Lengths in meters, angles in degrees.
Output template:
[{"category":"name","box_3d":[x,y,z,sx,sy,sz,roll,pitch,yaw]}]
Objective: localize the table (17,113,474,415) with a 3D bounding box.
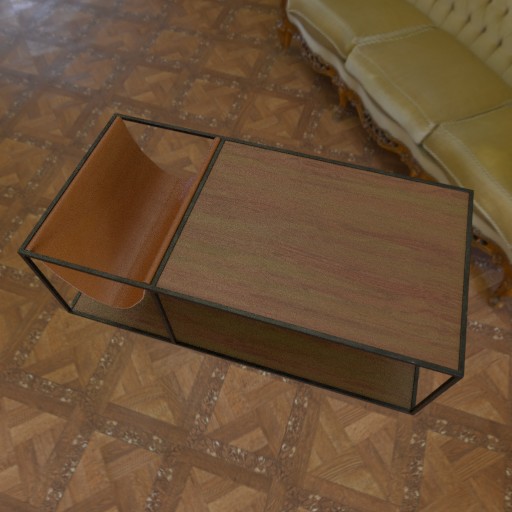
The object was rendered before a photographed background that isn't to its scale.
[{"category":"table","box_3d":[0.000,0.000,1.450,1.199,0.403,0.597,14,59,9]}]
